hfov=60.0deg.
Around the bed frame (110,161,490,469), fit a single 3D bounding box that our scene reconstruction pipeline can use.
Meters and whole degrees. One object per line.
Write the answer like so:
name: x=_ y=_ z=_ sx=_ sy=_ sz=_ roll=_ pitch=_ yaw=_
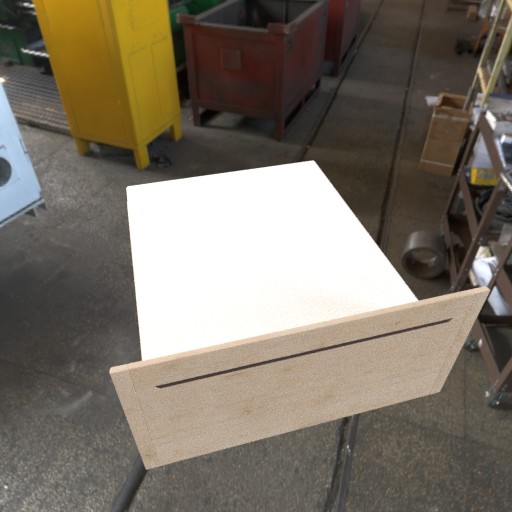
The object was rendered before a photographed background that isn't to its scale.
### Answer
bed frame: x=0.000 y=0.000 z=3.031 sx=1.800 sy=0.900 sz=2.080 roll=-10 pitch=42 yaw=-11
